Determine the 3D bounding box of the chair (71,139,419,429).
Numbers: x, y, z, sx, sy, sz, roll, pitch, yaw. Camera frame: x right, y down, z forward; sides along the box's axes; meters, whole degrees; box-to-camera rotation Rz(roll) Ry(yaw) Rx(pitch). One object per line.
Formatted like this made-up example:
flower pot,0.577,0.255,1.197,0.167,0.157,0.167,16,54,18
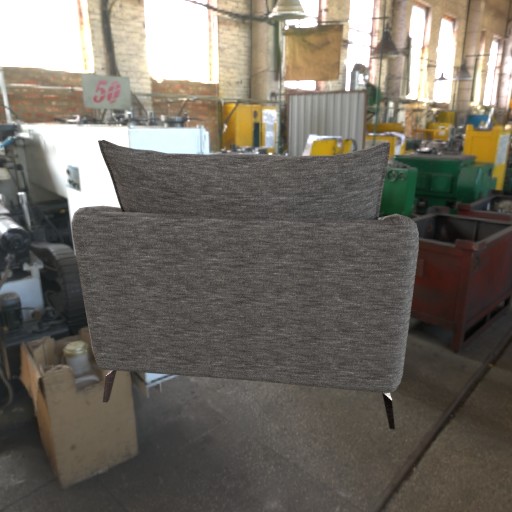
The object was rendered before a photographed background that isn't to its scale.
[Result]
chair,0.000,0.000,1.607,1.004,0.842,0.805,2,17,8
